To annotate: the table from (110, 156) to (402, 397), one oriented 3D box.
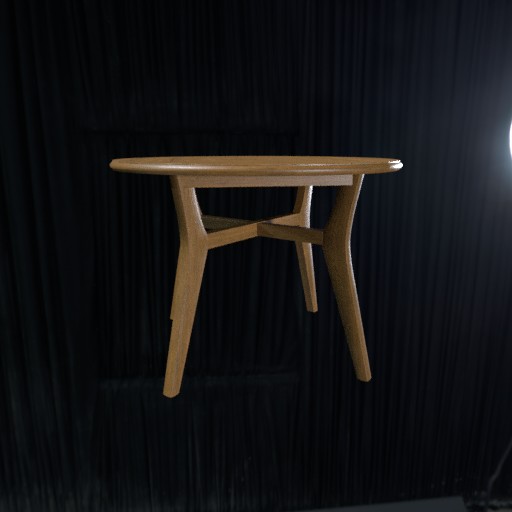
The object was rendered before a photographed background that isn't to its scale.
[{"bbox_3d":[0.000,0.000,1.769,1.055,0.757,1.055,0,14,0],"label":"table"}]
